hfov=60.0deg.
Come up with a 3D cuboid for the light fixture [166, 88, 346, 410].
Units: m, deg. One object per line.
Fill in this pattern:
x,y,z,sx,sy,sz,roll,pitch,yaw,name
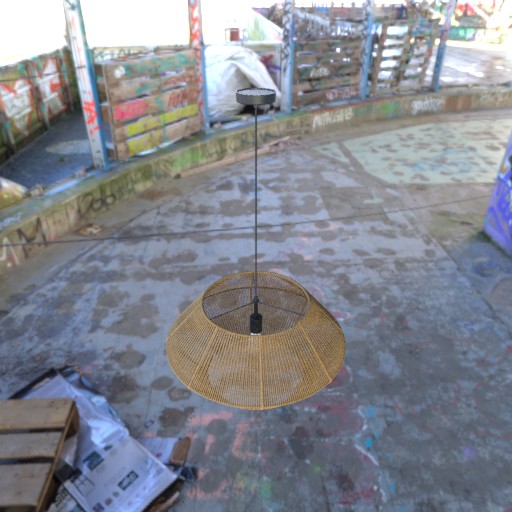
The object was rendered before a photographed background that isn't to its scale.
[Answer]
0.000,0.000,1.426,0.643,1.009,0.643,0,30,0,light fixture
